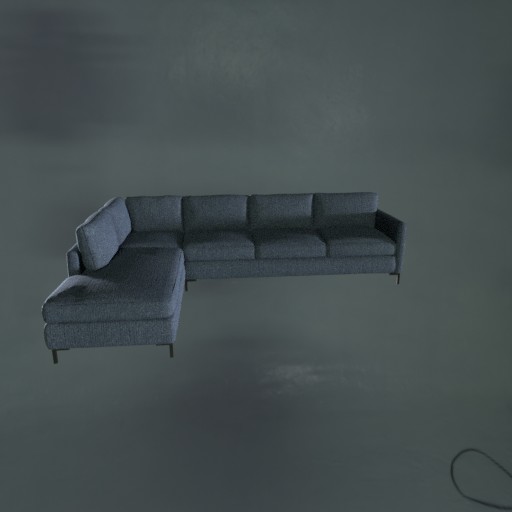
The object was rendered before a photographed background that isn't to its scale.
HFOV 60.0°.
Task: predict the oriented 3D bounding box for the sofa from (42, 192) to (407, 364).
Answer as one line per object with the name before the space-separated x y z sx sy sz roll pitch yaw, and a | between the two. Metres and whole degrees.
sofa | 0.000 0.000 3.855 2.949 0.815 2.007 -2 17 -6
